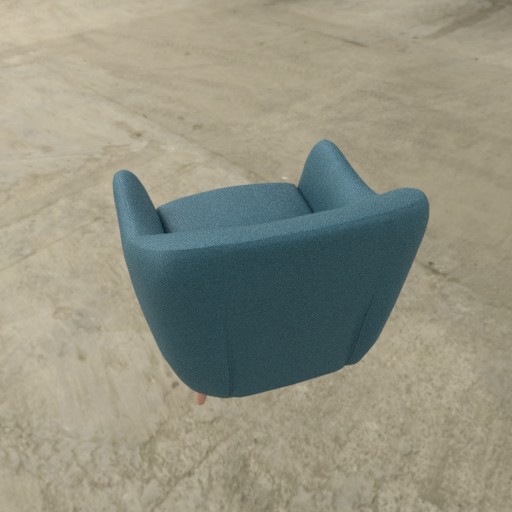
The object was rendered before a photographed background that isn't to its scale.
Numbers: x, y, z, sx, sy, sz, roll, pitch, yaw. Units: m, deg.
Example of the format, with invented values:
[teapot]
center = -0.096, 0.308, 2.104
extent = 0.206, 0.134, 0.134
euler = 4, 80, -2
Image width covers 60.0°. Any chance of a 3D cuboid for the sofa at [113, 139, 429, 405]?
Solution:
[sofa]
center = 0.000, 0.000, 1.491
extent = 0.836, 0.817, 0.825
euler = -12, 43, -13
